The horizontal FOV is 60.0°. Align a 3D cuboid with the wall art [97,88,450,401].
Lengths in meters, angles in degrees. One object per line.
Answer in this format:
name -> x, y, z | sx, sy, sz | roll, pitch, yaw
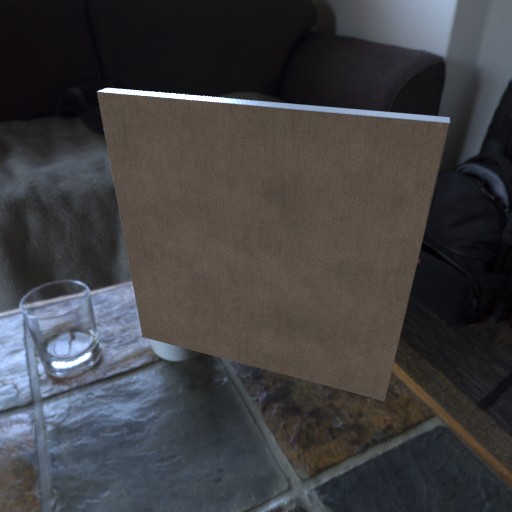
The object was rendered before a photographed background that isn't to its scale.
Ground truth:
wall art -> 0.000, 0.000, 0.676 | 0.455, 0.453, 0.023 | 11, 34, 16
